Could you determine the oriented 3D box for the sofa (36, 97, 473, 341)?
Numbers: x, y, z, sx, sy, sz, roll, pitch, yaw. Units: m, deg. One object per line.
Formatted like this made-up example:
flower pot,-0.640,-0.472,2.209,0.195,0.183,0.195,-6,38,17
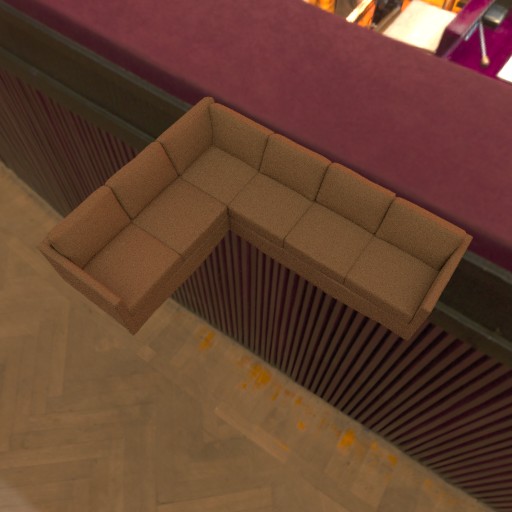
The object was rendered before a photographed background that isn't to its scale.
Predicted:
sofa,0.000,0.000,4.239,3.182,0.871,2.432,32,65,17
